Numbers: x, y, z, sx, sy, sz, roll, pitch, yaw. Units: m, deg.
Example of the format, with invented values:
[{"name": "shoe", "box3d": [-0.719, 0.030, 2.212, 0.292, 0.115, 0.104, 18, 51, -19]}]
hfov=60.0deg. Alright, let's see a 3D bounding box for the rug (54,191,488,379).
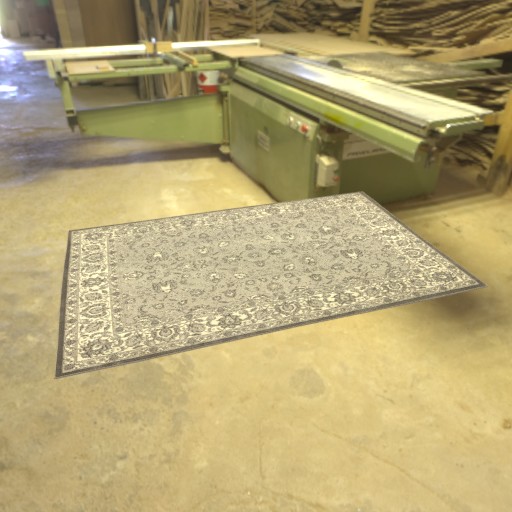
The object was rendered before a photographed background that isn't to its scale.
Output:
[{"name": "rug", "box3d": [0.000, 0.000, 2.958, 2.438, 0.011, 1.524, -9, 32, -15]}]
